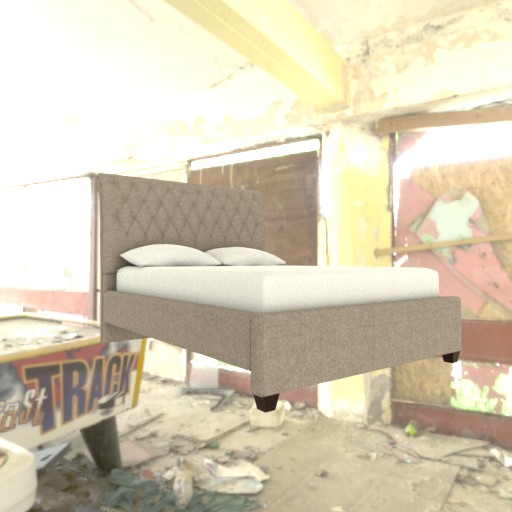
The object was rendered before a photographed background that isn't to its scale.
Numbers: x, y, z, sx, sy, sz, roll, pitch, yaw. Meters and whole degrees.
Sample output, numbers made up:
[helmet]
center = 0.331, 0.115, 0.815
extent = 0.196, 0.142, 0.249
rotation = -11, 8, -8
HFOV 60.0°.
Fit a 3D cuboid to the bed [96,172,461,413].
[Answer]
[bed]
center = 0.000, 0.000, 3.267
extent = 1.645, 1.371, 2.252
rotation = 0, -1, -37
